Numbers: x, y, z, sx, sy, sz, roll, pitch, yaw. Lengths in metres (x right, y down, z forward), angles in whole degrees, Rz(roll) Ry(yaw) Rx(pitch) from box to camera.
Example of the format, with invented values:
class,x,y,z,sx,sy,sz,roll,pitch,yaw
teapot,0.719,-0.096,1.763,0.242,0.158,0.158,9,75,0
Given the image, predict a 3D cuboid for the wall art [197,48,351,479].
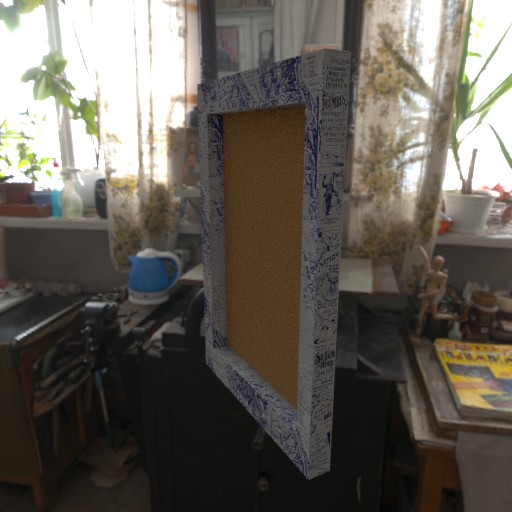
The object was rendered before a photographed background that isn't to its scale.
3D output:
class,x,y,z,sx,sy,sz,roll,pitch,yaw
wall art,0.000,0.000,0.485,0.025,0.376,0.255,-8,17,-27
